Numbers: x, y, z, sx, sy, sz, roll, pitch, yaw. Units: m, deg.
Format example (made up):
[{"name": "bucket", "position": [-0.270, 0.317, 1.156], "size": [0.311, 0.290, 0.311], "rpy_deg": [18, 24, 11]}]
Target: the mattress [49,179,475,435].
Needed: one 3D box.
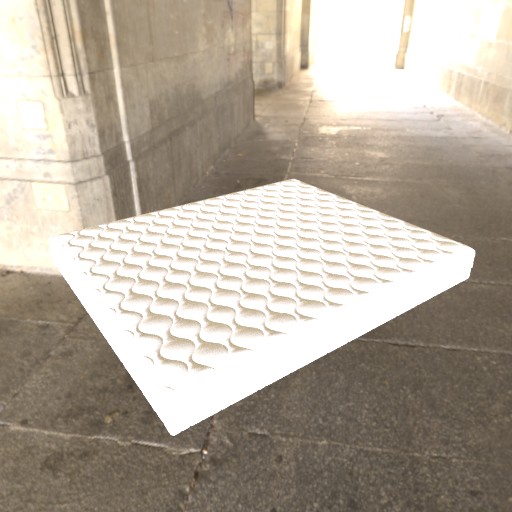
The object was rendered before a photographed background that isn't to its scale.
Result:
[{"name": "mattress", "position": [0.000, 0.000, 2.590], "size": [1.900, 0.200, 1.600], "rpy_deg": [-19, 33, -31]}]
